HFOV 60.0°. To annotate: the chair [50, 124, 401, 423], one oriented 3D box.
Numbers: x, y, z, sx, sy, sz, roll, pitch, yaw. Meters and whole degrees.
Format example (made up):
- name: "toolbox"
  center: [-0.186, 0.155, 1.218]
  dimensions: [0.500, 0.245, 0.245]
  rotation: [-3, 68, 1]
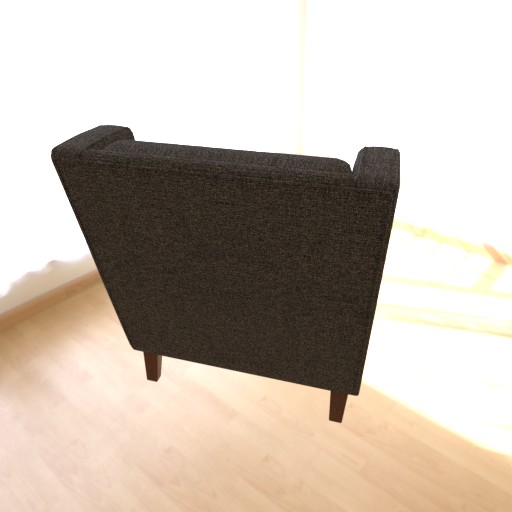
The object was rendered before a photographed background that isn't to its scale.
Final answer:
- name: "chair"
  center: [0.000, 0.000, 1.757]
  dimensions: [0.942, 1.082, 0.927]
  rotation: [8, 32, 13]
